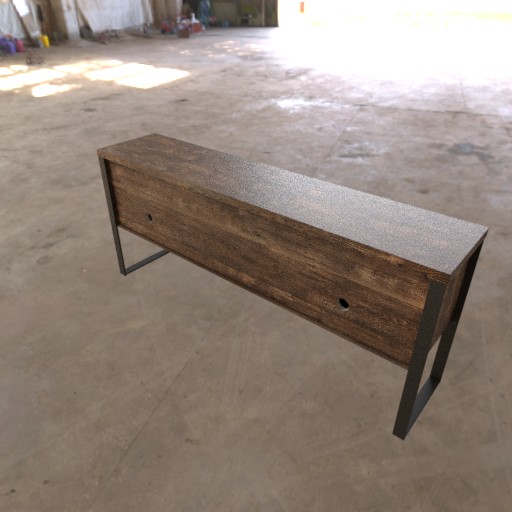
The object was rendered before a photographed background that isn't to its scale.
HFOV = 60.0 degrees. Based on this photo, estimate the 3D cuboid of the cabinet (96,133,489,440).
[{"bbox_3d":[0.000,0.000,2.109,1.800,0.762,0.395,24,39,33],"label":"cabinet"}]
